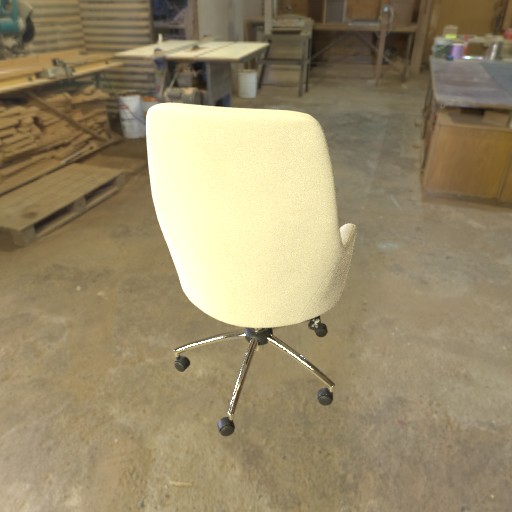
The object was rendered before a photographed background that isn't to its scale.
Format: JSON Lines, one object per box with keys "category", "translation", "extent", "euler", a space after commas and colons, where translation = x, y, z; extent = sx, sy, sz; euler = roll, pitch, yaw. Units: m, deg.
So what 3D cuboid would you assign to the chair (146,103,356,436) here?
{"category": "chair", "translation": [0.000, 0.000, 1.461], "extent": [0.620, 1.049, 0.640], "euler": [9, 32, 15]}
